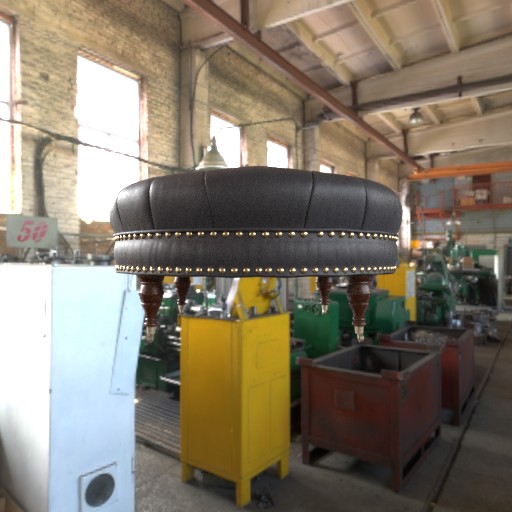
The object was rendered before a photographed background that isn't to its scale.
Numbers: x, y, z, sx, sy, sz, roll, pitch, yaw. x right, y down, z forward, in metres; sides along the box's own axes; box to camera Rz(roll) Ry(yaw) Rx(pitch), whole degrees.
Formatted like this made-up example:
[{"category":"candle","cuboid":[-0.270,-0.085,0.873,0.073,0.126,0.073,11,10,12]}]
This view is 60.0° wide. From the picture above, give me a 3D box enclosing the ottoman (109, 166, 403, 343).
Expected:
[{"category":"ottoman","cuboid":[0.000,0.000,1.403,0.901,0.439,0.901,0,0,0]}]
